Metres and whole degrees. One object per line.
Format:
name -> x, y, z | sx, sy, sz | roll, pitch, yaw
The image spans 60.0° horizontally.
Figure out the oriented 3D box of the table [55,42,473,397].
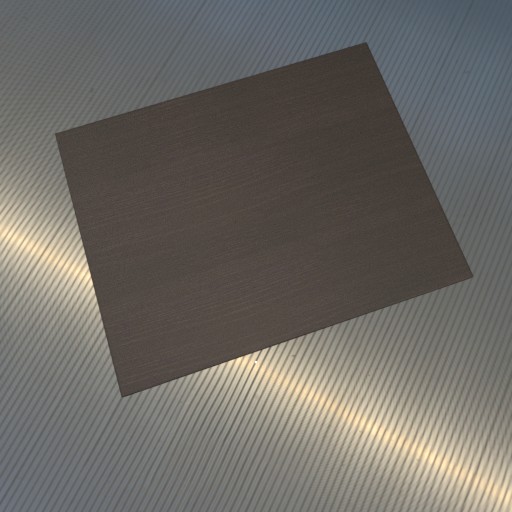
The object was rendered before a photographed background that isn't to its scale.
table -> 0.000, 0.000, 0.919 | 0.480, 0.635, 0.381 | -18, 77, -4
